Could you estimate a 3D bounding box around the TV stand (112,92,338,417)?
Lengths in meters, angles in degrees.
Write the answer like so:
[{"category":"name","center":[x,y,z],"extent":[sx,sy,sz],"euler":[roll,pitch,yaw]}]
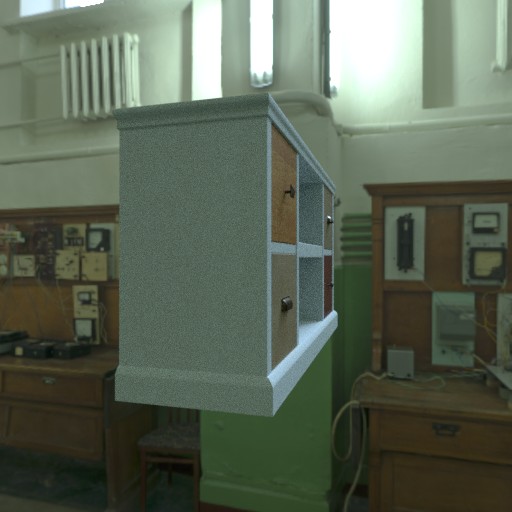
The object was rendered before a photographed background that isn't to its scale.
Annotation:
[{"category":"TV stand","center":[0.000,0.000,1.473],"extent":[0.424,0.624,1.187],"euler":[0,0,16]}]
